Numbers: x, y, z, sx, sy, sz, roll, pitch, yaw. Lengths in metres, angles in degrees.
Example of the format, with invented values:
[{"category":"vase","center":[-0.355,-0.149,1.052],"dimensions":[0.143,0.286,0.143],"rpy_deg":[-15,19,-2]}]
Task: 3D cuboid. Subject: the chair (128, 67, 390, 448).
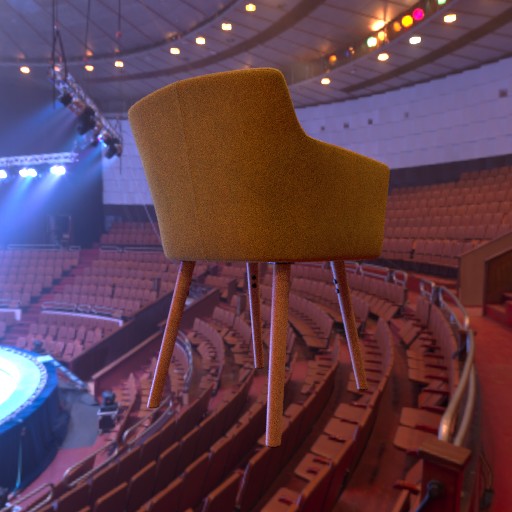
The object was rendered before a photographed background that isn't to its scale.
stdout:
[{"category":"chair","center":[0.000,0.000,1.191],"dimensions":[0.570,0.780,0.570],"rpy_deg":[1,1,37]}]
